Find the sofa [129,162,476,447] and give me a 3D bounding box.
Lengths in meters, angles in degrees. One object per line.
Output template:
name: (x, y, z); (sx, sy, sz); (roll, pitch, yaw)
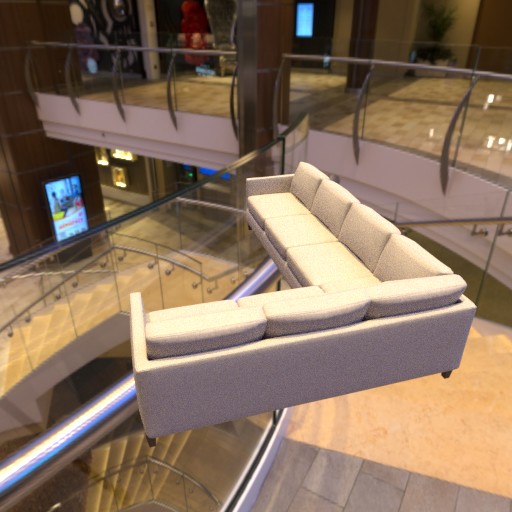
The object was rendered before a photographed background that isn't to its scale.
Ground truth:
sofa: (0.000, 0.000, 4.474); (2.522, 0.934, 3.333); (-8, 30, -14)
